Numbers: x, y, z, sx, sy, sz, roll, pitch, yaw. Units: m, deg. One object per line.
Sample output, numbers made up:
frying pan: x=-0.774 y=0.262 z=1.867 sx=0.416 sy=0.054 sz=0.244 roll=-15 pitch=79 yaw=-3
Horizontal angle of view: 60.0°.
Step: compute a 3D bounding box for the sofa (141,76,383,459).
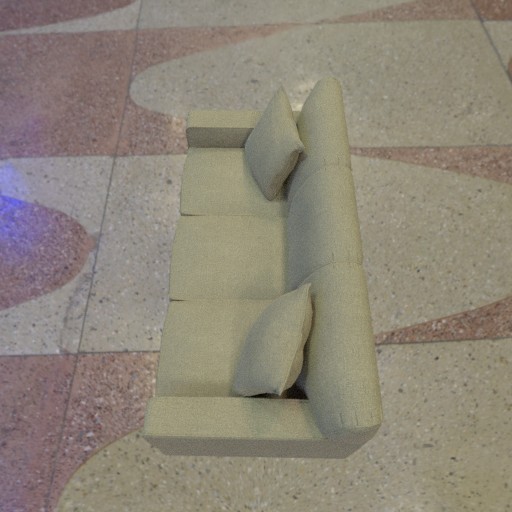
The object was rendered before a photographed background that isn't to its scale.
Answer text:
sofa: x=0.000 y=0.000 z=2.496 sx=0.997 sy=0.958 sz=2.024 roll=1 pitch=58 yaw=1
